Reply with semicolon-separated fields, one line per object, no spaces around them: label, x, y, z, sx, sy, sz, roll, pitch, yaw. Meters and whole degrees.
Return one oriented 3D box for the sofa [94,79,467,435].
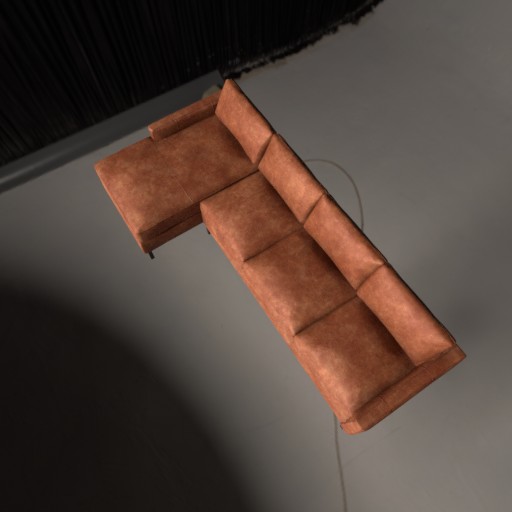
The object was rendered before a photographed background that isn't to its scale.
sofa;0.000;0.000;3.542;1.471;0.859;2.993;-30;68;-13
